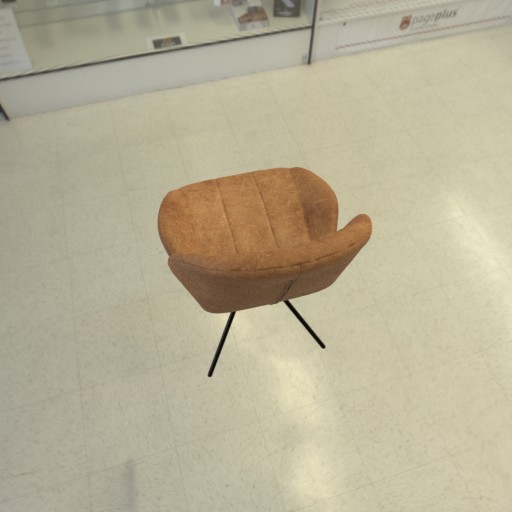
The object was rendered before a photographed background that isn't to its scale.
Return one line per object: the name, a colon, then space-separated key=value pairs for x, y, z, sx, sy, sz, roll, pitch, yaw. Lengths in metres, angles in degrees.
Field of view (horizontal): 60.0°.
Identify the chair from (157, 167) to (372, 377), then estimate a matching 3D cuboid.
chair: x=0.000 y=0.000 z=1.334 sx=0.527 sy=0.929 sz=0.640 roll=-12 pitch=59 yaw=-8
